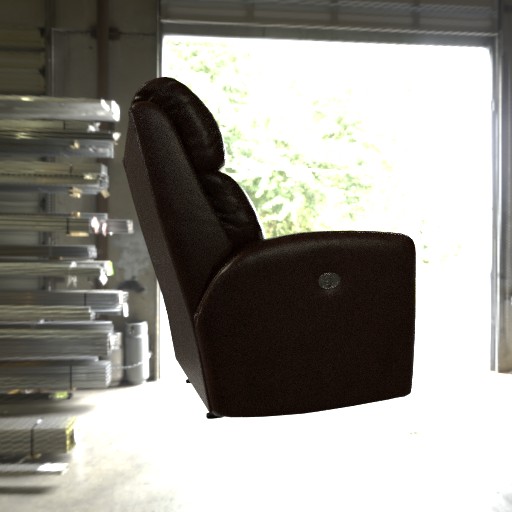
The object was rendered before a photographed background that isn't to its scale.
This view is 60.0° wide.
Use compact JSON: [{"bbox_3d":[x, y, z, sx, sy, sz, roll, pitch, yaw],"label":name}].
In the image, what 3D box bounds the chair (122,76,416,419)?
[{"bbox_3d":[0.000,0.000,1.652,0.939,1.016,0.787,0,0,-18],"label":"chair"}]
